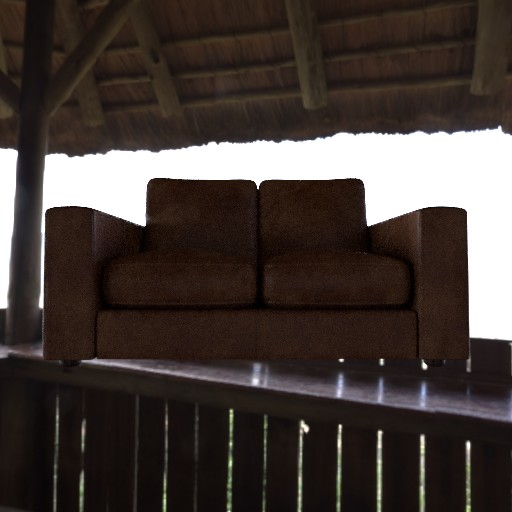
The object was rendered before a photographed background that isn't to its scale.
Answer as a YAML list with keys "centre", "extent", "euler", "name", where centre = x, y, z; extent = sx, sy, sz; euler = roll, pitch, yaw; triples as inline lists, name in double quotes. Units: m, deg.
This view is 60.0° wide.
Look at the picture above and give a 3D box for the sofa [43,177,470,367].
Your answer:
- centre: [0.000, 0.000, 2.185]
  extent: [1.626, 0.889, 1.041]
  euler: [0, -1, 0]
  name: "sofa"
